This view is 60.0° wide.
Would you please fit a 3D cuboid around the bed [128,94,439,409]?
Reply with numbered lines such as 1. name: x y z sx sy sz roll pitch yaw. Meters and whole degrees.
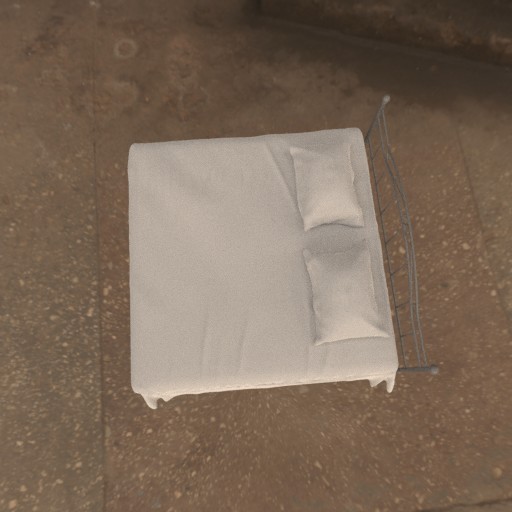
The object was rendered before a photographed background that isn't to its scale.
1. bed: 0.000 0.000 3.539 2.220 1.080 2.309 -4 75 -1
